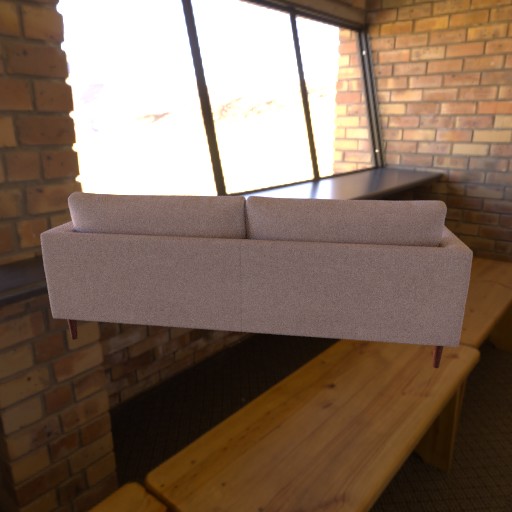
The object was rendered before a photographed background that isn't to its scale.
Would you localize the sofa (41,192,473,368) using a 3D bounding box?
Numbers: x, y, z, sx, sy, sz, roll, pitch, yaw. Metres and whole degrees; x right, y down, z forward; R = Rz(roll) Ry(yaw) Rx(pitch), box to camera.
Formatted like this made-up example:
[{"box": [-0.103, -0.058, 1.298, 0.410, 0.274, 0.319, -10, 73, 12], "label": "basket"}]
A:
[{"box": [0.000, 0.000, 2.783, 2.250, 0.868, 1.020, 3, 17, 8], "label": "sofa"}]
